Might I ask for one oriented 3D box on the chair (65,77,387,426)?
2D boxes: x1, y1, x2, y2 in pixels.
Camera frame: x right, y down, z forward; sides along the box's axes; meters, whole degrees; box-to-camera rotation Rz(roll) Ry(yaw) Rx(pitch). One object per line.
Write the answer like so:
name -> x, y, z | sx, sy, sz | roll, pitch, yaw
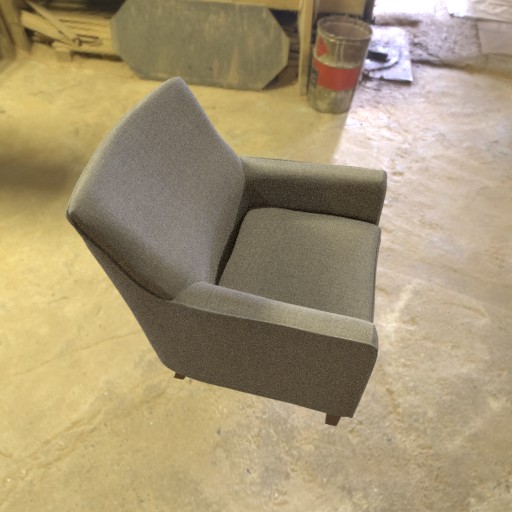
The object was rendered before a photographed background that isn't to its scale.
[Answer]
chair -> 0.000, 0.000, 1.784 | 0.993, 1.047, 0.887 | 10, 48, 9
